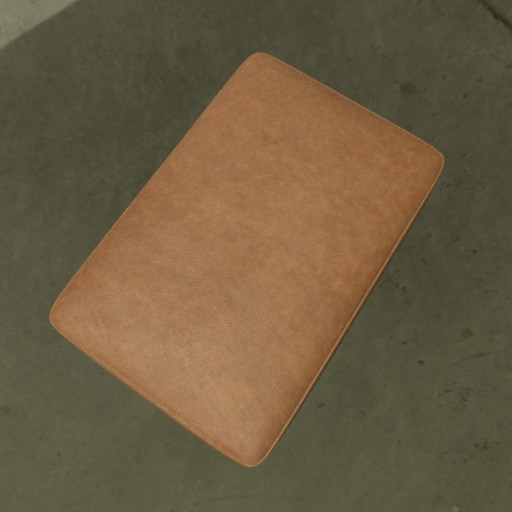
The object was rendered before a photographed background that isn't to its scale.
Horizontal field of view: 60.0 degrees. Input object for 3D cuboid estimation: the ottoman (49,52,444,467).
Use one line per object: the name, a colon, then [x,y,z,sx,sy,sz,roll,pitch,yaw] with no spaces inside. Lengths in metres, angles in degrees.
ottoman: [0.000,0.000,1.191,0.584,0.483,0.864,33,77,8]
